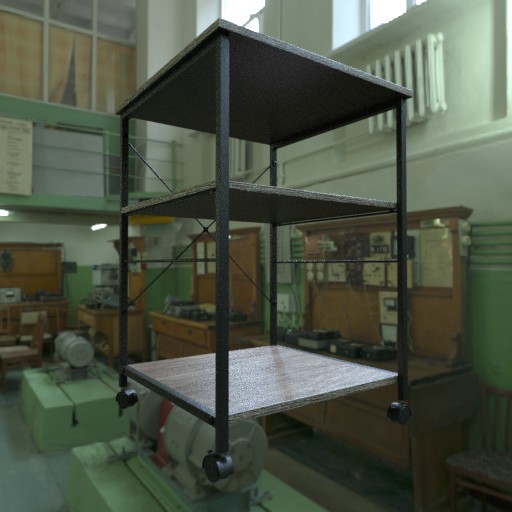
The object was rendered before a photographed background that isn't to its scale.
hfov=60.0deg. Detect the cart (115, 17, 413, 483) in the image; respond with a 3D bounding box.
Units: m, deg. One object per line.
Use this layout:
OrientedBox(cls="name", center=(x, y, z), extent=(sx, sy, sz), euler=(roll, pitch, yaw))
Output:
OrientedBox(cls="cart", center=(0.000, 0.000, 1.076), extent=(0.521, 0.762, 0.520), euler=(1, -1, -36))
